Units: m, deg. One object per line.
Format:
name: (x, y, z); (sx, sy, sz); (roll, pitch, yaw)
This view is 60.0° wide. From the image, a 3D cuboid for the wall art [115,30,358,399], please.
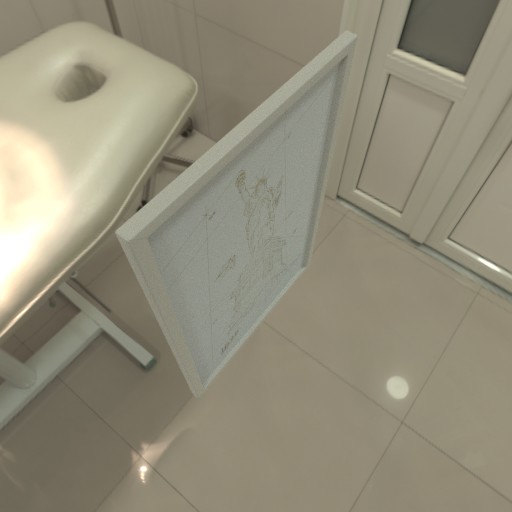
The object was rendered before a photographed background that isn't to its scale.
wall art: (0.000, 0.000, 1.486); (0.038, 1.183, 0.808); (34, 64, 19)
